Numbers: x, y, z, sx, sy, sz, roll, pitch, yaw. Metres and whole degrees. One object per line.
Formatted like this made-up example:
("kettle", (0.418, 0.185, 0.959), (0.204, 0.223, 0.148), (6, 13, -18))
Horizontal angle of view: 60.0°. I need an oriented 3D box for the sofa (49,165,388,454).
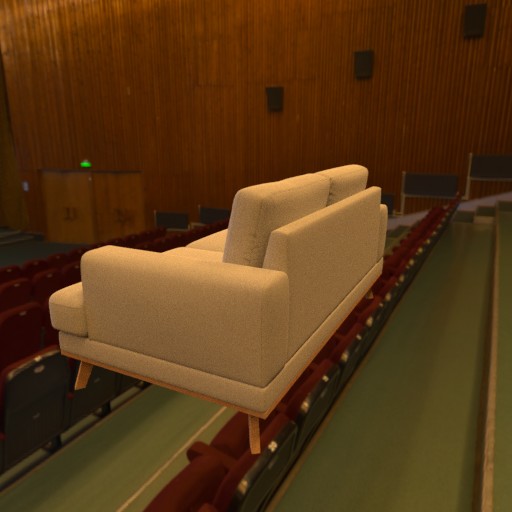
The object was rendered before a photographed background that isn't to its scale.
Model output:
("sofa", (0.000, 0.000, 2.121), (0.915, 0.810, 1.651), (8, 17, 26))
